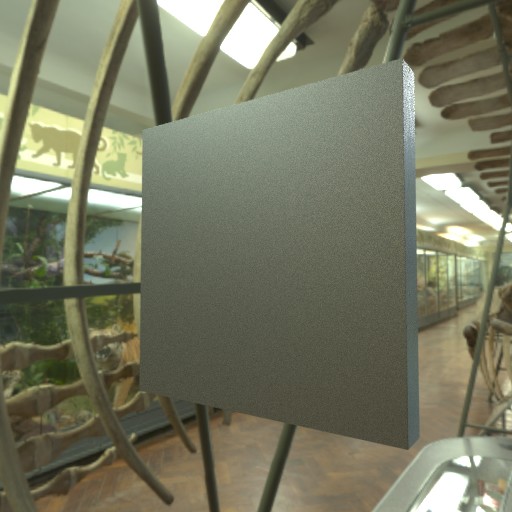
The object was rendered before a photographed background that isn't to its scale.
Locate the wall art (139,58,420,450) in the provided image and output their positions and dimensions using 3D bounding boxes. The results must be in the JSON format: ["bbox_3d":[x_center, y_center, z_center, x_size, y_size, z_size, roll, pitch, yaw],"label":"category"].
[{"bbox_3d":[0.000,0.000,0.509,0.350,0.350,0.038,-2,-3,35],"label":"wall art"}]
